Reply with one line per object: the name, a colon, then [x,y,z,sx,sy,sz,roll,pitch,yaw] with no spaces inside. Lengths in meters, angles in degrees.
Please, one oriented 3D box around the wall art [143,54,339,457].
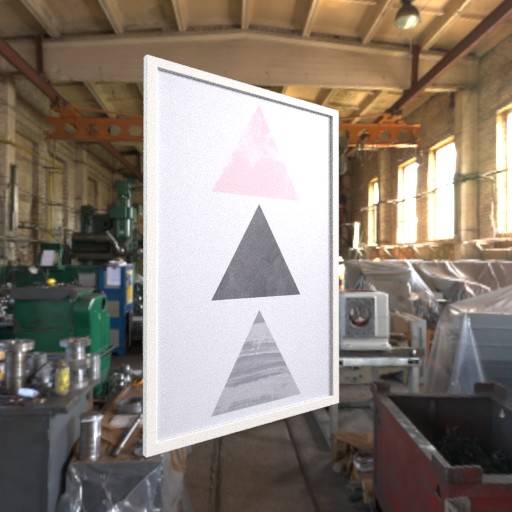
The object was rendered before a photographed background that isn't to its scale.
wall art: [0.000,0.000,0.863,0.456,0.656,0.013,0,-1,-37]
